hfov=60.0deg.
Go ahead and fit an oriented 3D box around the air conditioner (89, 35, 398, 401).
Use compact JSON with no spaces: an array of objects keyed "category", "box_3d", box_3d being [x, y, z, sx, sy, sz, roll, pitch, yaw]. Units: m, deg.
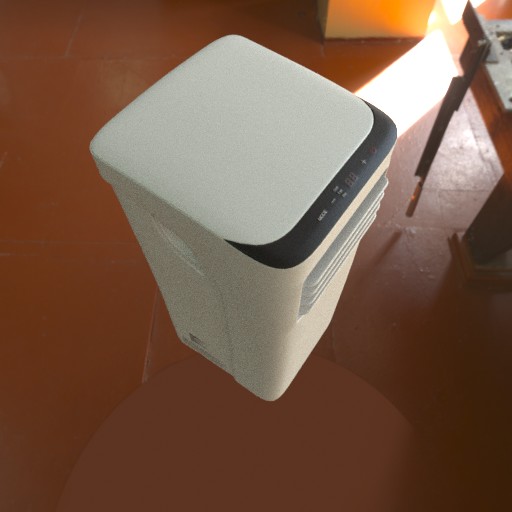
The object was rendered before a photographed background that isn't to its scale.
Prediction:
[{"category":"air conditioner","box_3d":[0.000,0.000,0.931,0.369,0.716,0.352,30,62,18]}]
